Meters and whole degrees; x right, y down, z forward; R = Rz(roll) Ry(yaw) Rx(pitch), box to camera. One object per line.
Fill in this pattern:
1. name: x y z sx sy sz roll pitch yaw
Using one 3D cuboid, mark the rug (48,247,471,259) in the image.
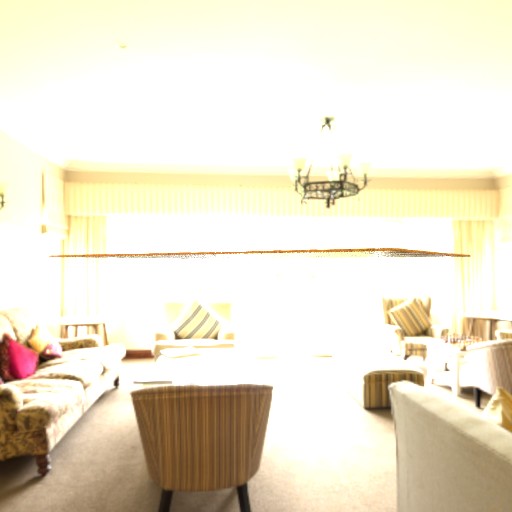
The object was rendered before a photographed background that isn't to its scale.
1. rug: 0.000 0.000 2.884 2.292 0.014 1.528 -1 -1 35
